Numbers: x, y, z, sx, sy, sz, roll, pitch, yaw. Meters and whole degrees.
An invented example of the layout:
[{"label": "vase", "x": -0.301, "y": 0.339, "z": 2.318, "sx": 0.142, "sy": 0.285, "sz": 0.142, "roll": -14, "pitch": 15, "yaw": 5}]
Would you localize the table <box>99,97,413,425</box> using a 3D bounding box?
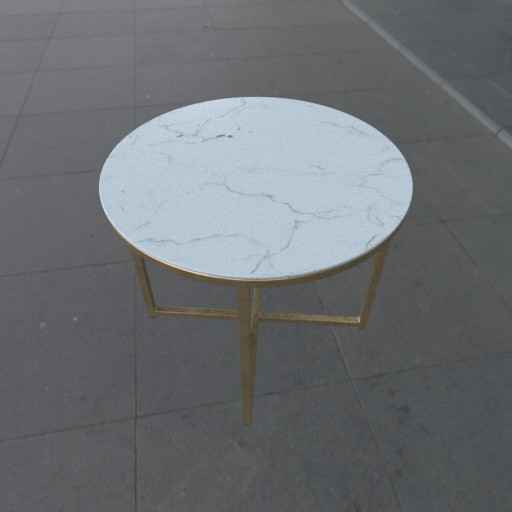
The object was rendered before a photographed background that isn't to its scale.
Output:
[{"label": "table", "x": 0.000, "y": 0.000, "z": 0.874, "sx": 0.500, "sy": 0.420, "sz": 0.500, "roll": 0, "pitch": 45, "yaw": 0}]
